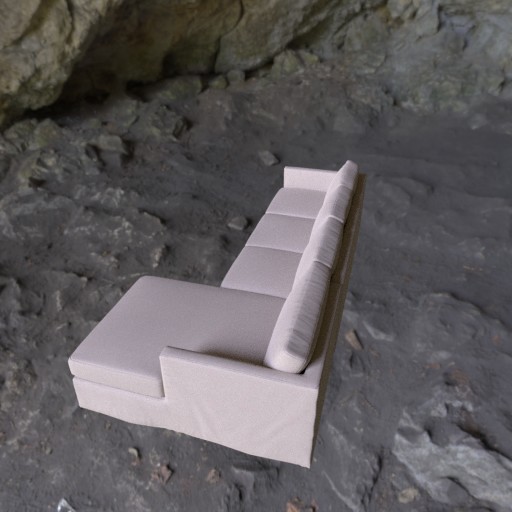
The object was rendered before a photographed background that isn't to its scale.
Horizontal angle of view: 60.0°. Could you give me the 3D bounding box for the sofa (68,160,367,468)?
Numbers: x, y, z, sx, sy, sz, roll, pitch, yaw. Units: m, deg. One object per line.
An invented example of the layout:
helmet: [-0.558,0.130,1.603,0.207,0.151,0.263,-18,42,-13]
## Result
sofa: [0.000,0.000,3.904,1.622,0.871,3.206,9,33,14]
